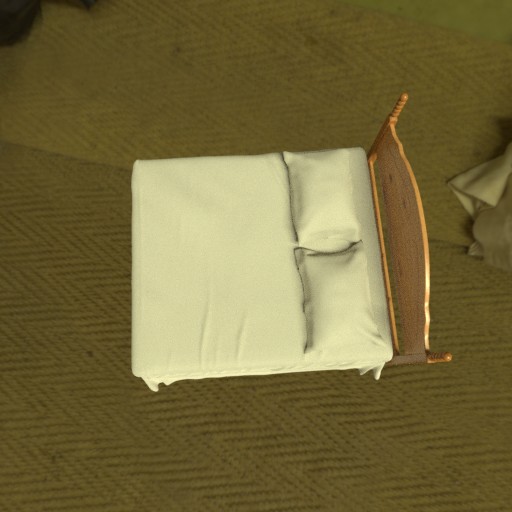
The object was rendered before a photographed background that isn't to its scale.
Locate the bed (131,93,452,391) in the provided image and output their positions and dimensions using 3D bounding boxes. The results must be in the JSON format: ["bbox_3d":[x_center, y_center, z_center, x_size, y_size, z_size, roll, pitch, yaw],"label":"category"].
[{"bbox_3d":[0.000,0.000,3.209,2.040,1.356,1.873,-4,76,-1],"label":"bed"}]
